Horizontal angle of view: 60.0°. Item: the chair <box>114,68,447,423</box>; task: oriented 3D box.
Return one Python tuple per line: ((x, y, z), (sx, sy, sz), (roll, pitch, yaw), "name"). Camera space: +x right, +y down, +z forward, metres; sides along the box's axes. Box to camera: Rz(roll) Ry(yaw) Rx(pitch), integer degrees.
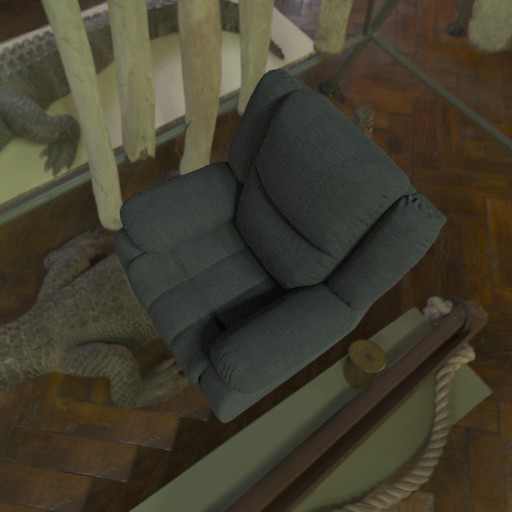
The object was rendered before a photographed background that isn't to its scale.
((0.000, 0.000, 1.752), (0.944, 1.008, 0.899), (-32, 67, -15), "chair")
